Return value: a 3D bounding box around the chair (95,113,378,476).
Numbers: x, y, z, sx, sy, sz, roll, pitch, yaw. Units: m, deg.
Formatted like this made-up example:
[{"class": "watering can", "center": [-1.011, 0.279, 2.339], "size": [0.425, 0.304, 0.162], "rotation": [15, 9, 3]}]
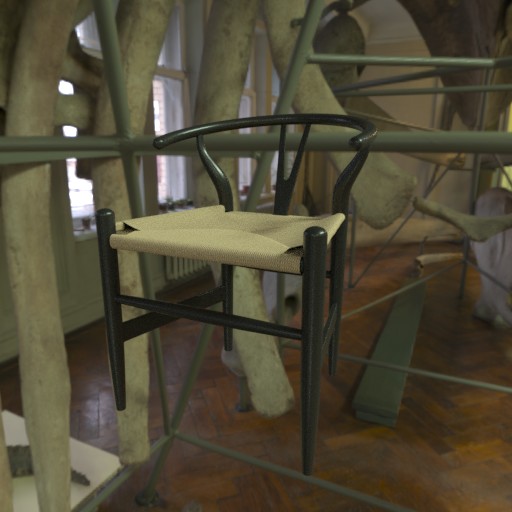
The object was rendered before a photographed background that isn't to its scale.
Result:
[{"class": "chair", "center": [0.000, 0.000, 1.157], "size": [0.570, 0.739, 0.570], "rotation": [7, 16, 26]}]
